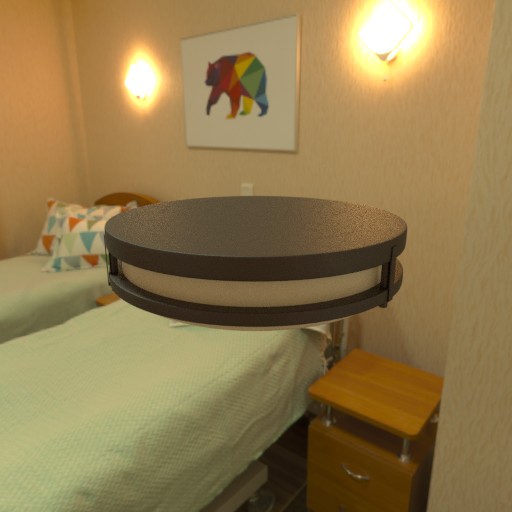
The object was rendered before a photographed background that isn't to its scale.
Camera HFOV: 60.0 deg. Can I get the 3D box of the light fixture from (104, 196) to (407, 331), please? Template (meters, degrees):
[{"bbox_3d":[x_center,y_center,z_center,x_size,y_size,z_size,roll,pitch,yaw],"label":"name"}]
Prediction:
[{"bbox_3d":[0.000,0.000,0.560,0.356,0.102,0.356,0,16,0],"label":"light fixture"}]
